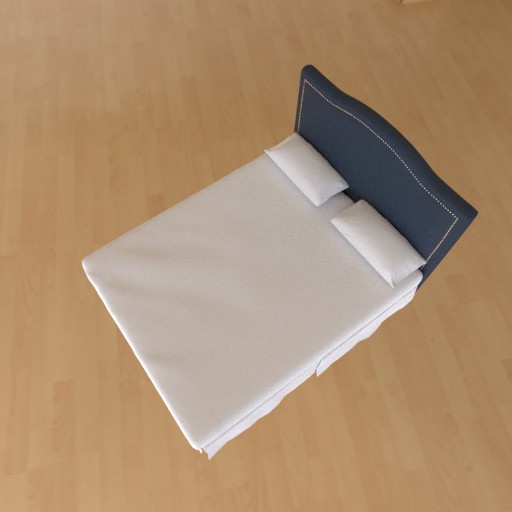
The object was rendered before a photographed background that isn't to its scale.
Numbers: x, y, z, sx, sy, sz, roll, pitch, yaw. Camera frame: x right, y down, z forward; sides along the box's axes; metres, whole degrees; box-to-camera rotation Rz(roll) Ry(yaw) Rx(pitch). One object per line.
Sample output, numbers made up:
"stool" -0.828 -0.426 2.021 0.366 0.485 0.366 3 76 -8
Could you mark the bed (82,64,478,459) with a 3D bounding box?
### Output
"bed" 0.000 0.000 3.372 2.282 1.436 1.821 -33 67 -16
